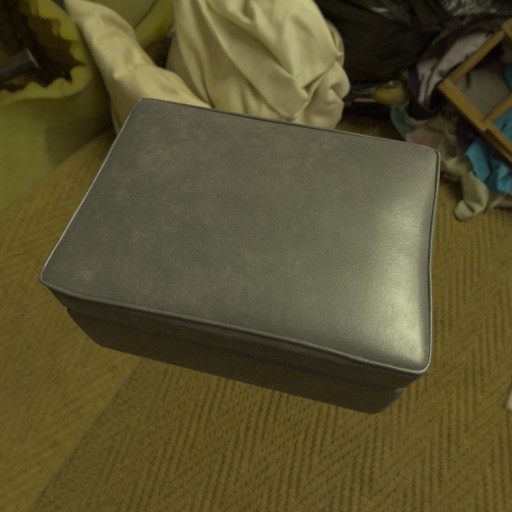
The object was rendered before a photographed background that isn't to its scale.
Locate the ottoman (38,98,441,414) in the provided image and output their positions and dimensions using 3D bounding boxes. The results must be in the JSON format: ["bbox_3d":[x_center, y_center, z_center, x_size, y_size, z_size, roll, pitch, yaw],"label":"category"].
[{"bbox_3d":[0.000,0.000,1.092,0.756,0.445,0.554,12,60,7],"label":"ottoman"}]
